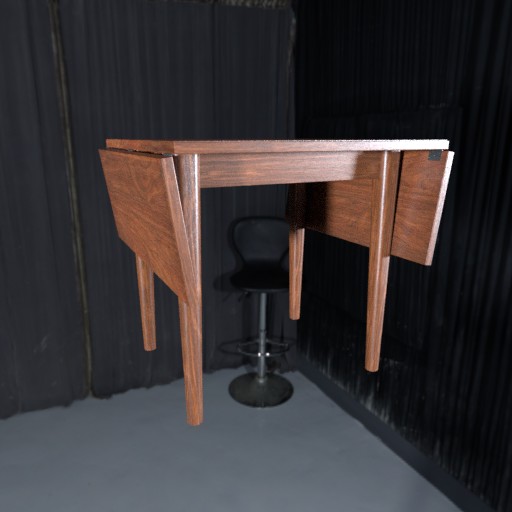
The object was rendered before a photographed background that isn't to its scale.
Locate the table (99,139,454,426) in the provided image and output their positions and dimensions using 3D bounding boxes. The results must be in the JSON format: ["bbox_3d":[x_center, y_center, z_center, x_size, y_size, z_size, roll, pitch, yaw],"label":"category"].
[{"bbox_3d":[0.000,0.000,1.501,0.843,0.763,0.812,-8,17,-26],"label":"table"}]
